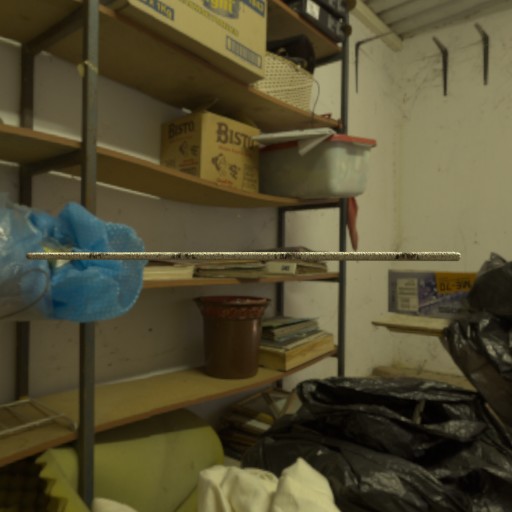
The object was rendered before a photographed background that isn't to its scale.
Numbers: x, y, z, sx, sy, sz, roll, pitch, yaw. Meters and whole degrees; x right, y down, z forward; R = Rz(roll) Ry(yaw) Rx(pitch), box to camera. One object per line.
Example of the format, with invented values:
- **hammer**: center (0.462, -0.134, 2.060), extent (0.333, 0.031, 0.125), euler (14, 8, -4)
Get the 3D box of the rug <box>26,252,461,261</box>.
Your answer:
- **rug**: center (0.000, 0.000, 2.289), extent (1.778, 0.030, 1.219), euler (0, 0, 17)
